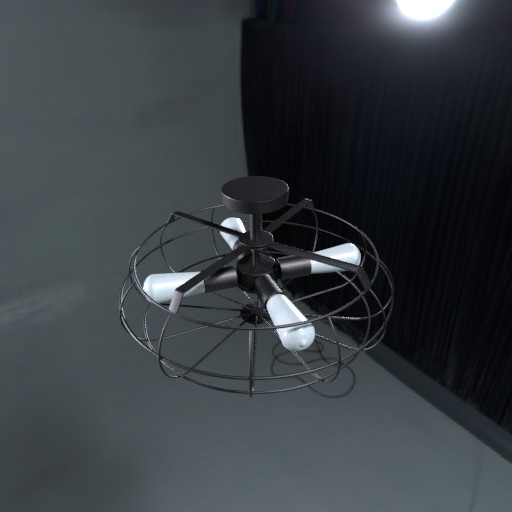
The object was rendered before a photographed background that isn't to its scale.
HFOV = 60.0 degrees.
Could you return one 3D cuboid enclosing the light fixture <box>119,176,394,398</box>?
[{"bbox_3d":[0.000,0.000,0.942,0.582,0.311,0.582,0,30,0],"label":"light fixture"}]
